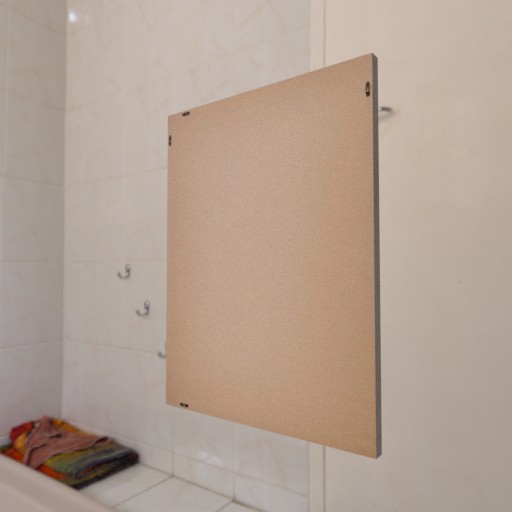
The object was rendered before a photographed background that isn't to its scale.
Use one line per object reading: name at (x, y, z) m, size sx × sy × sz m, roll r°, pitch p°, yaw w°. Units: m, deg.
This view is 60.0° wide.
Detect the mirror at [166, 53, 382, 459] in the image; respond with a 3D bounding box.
mirror at (0.000, 0.000, 1.347) m, size 0.762 × 1.016 × 0.041 m, roll -2°, pitch -3°, yaw 37°
